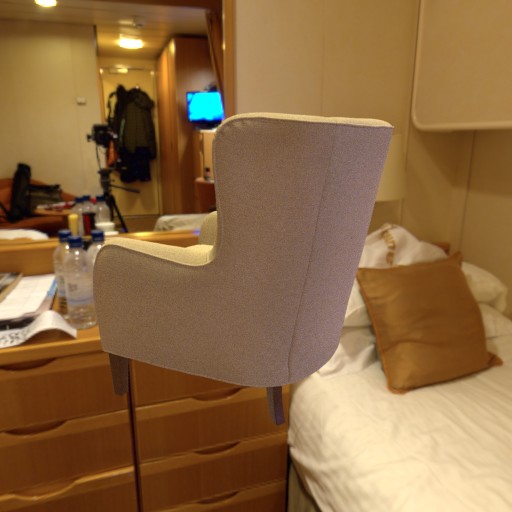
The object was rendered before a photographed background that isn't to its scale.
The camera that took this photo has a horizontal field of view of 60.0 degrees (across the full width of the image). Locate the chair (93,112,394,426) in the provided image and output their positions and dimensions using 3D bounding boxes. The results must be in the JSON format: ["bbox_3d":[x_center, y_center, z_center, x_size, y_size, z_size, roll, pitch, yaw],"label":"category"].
[{"bbox_3d":[0.000,0.000,1.755,0.966,1.040,0.838,7,16,24],"label":"chair"}]
